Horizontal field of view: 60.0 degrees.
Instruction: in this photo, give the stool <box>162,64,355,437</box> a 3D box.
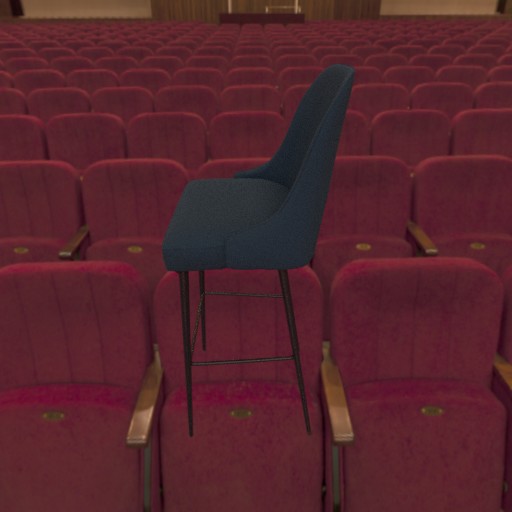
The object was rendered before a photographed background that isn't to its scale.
[{"bbox_3d":[0.000,0.000,1.369,0.489,1.079,0.527,0,28,0],"label":"stool"}]
